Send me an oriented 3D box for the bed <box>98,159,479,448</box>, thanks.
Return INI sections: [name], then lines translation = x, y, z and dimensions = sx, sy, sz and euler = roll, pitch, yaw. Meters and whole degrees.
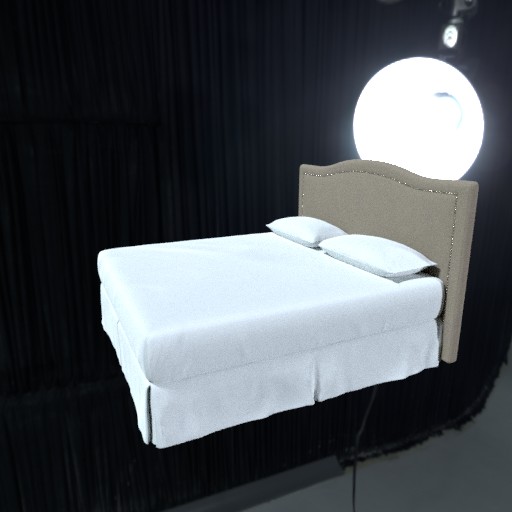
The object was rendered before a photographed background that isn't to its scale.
[bed]
translation = 0.000, 0.000, 3.426
dimensions = 2.182, 1.421, 2.083
euler = -7, 17, -25
